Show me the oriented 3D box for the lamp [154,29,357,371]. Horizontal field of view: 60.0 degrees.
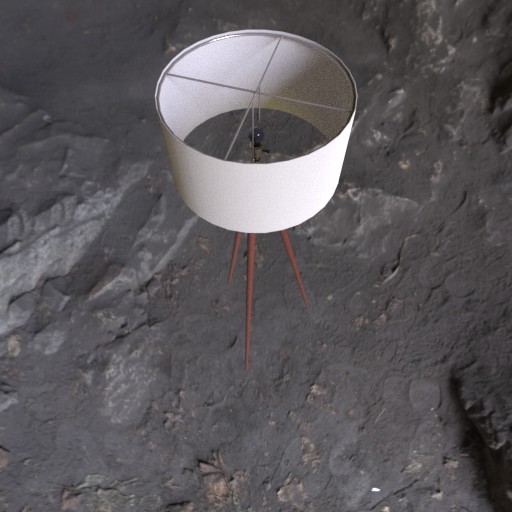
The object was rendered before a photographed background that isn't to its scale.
[{"bbox_3d":[0.000,0.000,1.728,0.483,1.553,0.483,15,60,9],"label":"lamp"}]
